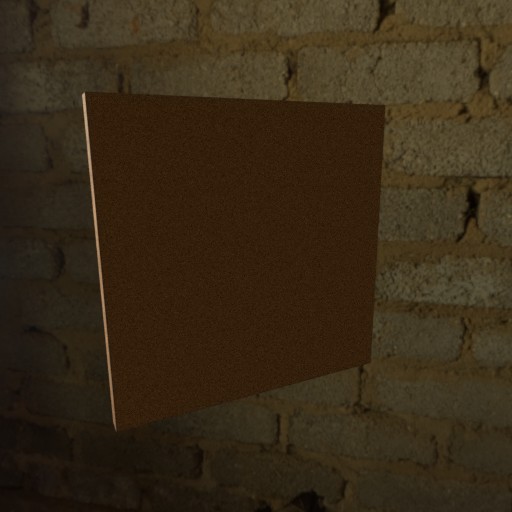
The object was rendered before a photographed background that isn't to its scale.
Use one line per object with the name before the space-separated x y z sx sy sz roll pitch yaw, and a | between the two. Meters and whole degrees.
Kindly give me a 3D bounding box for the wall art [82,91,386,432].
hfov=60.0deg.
wall art | 0.000 0.000 0.906 0.611 0.608 0.042 -7 15 -26
